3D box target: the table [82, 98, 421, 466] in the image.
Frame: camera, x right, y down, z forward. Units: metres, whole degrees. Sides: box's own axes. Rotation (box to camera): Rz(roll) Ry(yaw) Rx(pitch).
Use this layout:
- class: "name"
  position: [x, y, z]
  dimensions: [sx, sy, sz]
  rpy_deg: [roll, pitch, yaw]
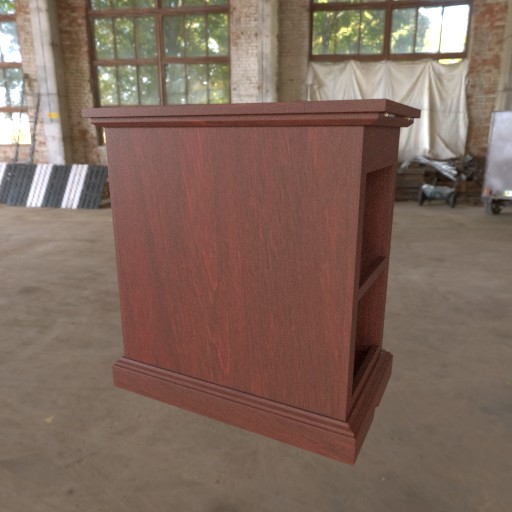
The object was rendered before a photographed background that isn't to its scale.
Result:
- class: "table"
  position: [0.000, 0.000, 0.972]
  dimensions: [0.584, 0.612, 0.356]
  rpy_deg: [8, 17, 26]
